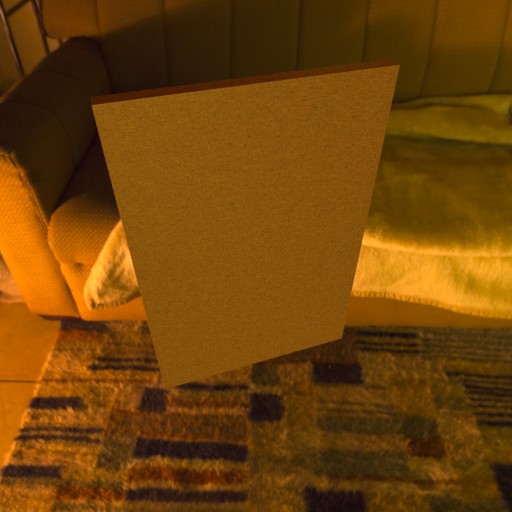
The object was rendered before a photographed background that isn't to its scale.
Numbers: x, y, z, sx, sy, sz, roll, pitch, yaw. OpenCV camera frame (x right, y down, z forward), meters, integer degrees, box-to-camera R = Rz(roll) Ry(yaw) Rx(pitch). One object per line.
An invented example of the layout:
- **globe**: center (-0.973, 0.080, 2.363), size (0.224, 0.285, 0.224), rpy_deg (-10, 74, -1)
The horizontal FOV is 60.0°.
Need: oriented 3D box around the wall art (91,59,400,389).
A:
- **wall art**: center (0.000, 0.000, 1.156), size (0.610, 0.914, 0.037), rpy_deg (-13, 44, -14)
